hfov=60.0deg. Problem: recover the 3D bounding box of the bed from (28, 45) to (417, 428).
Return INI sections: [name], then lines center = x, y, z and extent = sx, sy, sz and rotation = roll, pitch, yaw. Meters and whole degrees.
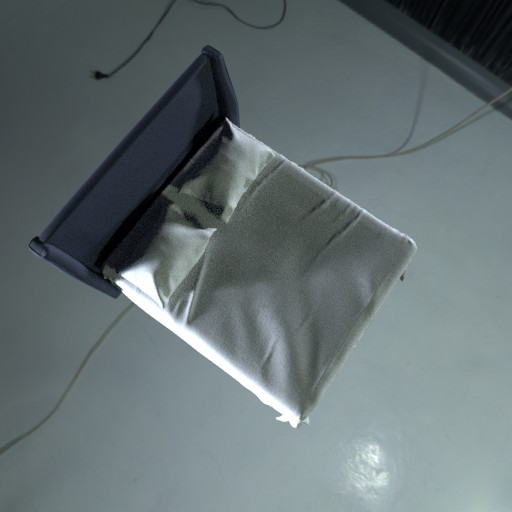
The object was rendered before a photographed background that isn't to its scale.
[bed]
center = 0.000, 0.000, 3.482
extent = 2.276, 1.332, 1.925
rotation = 35, 78, 9
